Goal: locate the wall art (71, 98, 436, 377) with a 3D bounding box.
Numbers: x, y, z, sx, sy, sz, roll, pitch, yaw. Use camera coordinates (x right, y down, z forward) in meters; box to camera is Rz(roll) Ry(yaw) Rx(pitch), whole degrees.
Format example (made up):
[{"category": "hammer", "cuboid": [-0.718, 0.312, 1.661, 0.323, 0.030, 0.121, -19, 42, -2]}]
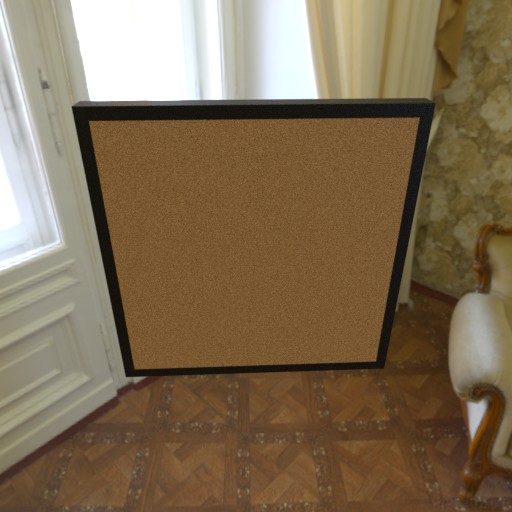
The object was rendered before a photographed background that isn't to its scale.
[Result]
[{"category": "wall art", "cuboid": [0.000, 0.000, 0.760, 0.508, 0.508, 0.038, -1, 30, -2]}]
